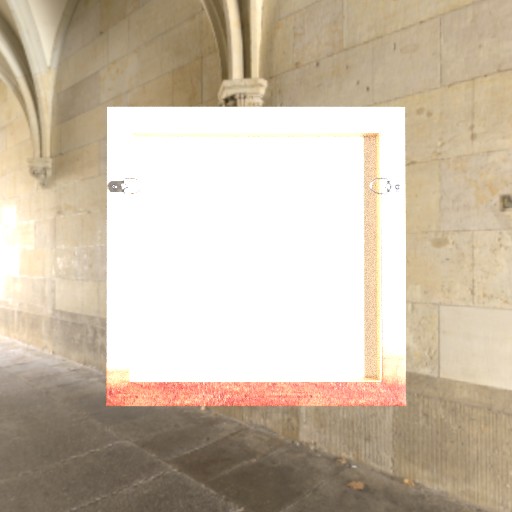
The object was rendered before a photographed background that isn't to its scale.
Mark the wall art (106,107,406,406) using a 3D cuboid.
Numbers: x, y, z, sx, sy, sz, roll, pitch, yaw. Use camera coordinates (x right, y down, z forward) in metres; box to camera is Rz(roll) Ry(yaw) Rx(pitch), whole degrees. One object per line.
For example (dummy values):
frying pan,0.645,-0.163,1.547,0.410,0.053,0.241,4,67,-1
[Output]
wall art,0.000,0.000,1.142,0.760,0.760,0.042,0,-1,0
